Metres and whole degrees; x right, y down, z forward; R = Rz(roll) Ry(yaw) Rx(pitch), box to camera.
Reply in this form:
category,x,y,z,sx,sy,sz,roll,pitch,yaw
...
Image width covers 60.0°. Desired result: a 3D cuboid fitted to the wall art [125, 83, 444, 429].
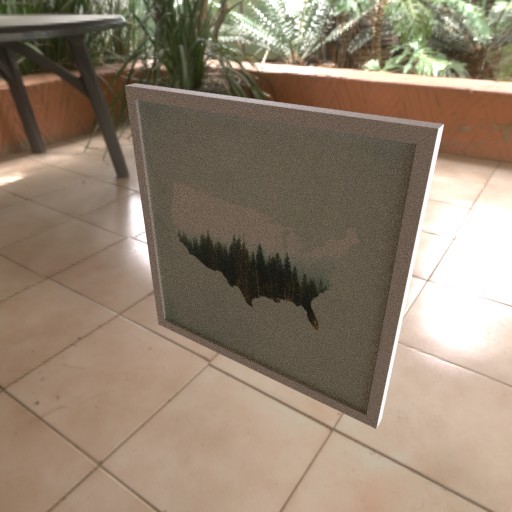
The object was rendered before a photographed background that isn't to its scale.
category,x,y,z,sx,sy,sz,roll,pitch,yaw
wall art,0.000,0.000,1.134,0.762,0.762,0.038,18,35,28
